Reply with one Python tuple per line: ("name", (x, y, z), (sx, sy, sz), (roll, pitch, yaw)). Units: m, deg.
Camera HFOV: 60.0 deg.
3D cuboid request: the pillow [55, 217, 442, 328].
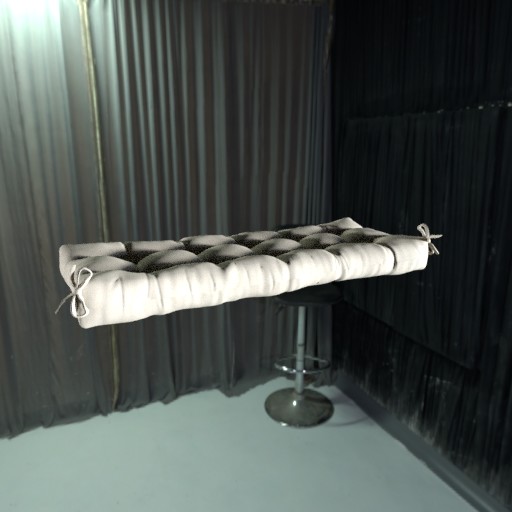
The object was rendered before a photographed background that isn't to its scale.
("pillow", (0.000, 0.000, 1.399), (1.194, 0.174, 0.511), (-7, 16, -27))
